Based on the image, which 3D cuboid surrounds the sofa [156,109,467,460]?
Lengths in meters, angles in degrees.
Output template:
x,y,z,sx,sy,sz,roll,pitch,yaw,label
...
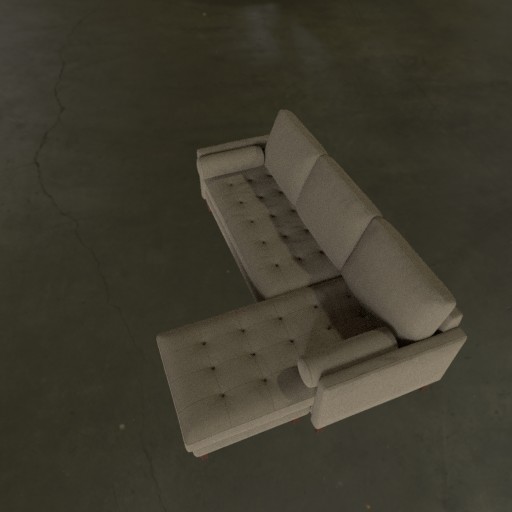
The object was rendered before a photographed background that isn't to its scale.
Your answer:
x,y,z,sx,sy,sz,roll,pitch,yaw,label
0.000,0.000,2.903,1.506,0.875,2.178,-16,49,-14,sofa
